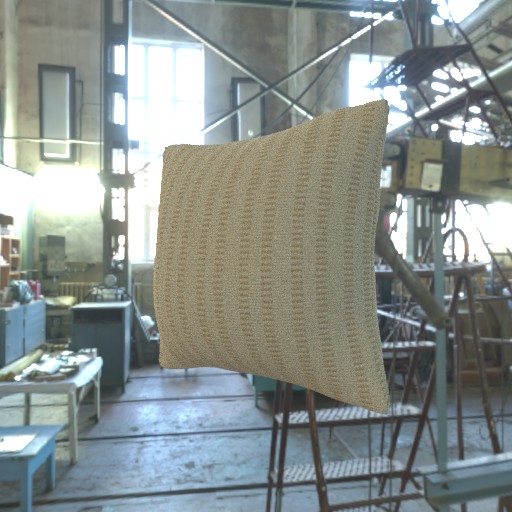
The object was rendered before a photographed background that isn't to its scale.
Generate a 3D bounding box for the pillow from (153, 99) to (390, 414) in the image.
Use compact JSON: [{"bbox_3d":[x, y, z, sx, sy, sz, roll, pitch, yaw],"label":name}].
[{"bbox_3d":[0.000,0.000,0.711,0.438,0.419,0.247,0,0,36],"label":"pillow"}]
